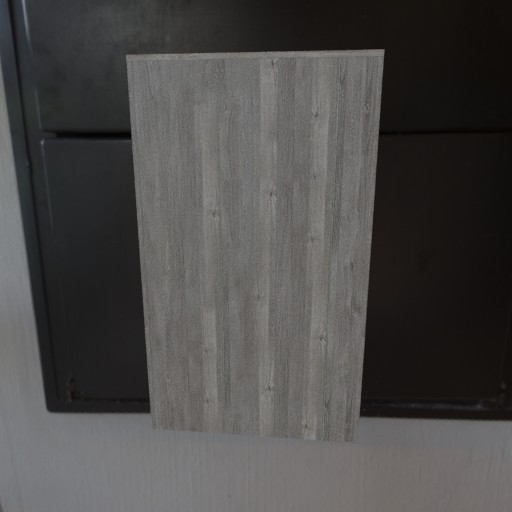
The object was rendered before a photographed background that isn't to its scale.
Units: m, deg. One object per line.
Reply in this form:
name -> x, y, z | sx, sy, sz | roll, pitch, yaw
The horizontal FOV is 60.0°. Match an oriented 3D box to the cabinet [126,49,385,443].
cabinet -> 0.000, 0.000, 1.561 | 0.750, 1.280, 0.250 | 2, 15, 6
